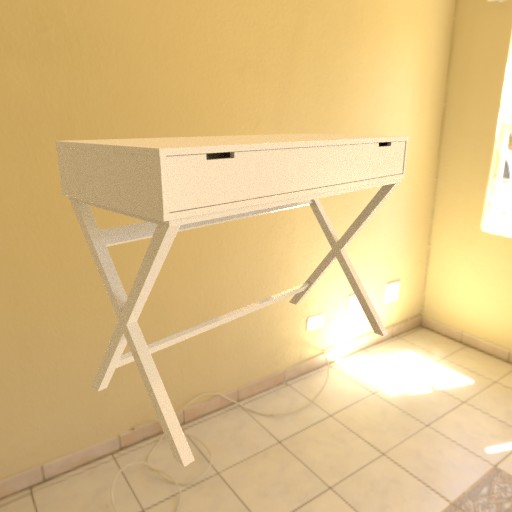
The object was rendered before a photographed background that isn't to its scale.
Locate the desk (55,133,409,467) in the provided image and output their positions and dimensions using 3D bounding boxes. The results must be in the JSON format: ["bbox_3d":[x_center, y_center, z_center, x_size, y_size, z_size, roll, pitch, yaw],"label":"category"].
[{"bbox_3d":[0.000,0.000,1.519,0.509,0.780,1.059,16,23,42],"label":"desk"}]
